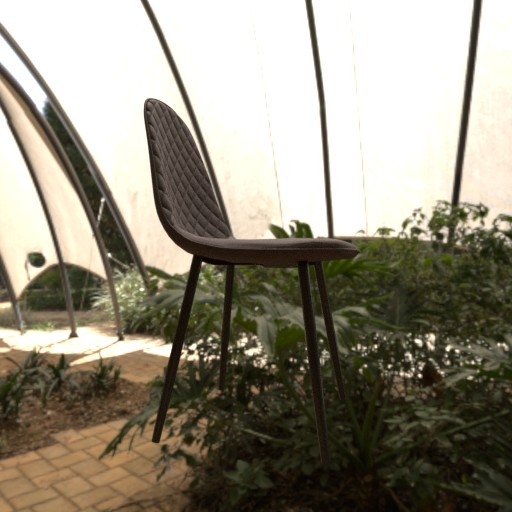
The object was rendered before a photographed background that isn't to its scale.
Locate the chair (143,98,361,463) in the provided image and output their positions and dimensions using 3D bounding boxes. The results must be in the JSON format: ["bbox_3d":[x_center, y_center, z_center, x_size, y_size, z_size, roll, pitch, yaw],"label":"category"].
[{"bbox_3d":[0.000,0.000,1.225,0.561,0.889,0.472,0,-1,16],"label":"chair"}]
